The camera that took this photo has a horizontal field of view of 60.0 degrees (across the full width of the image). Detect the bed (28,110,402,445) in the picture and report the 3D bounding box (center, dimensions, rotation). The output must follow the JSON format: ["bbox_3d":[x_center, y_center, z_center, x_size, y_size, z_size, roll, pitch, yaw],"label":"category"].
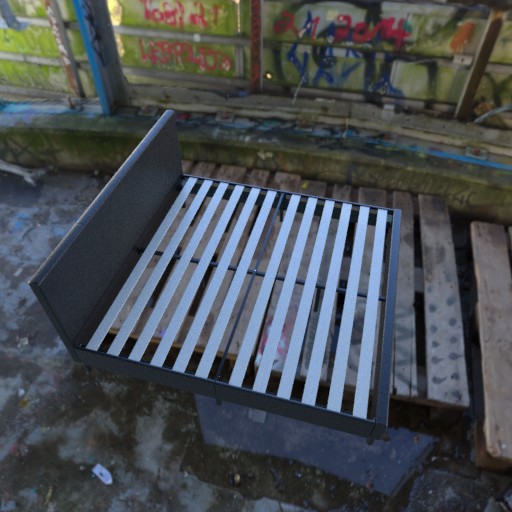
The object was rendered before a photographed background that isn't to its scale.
[{"bbox_3d":[0.000,0.000,3.365,2.152,1.046,2.018,11,48,10],"label":"bed"}]
